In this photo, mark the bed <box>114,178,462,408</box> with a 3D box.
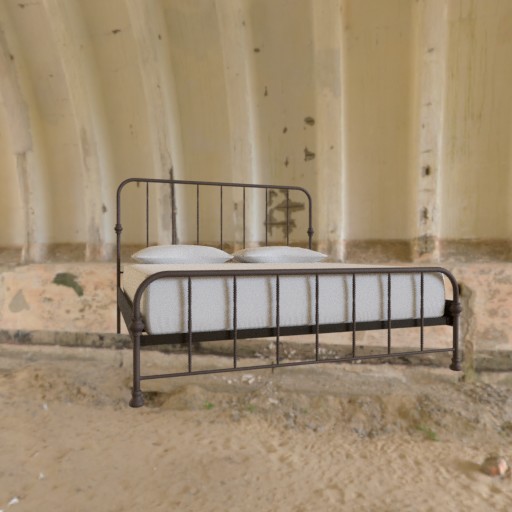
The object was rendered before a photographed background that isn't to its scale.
[{"bbox_3d":[0.000,0.000,3.457,2.044,1.446,2.134,0,1,-20],"label":"bed"}]
